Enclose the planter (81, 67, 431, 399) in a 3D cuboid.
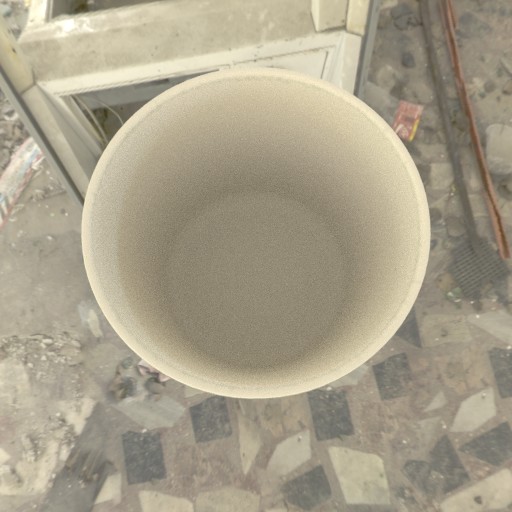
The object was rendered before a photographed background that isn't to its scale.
[{"bbox_3d":[0.000,0.000,0.751,0.440,0.398,0.440,0,75,0],"label":"planter"}]
